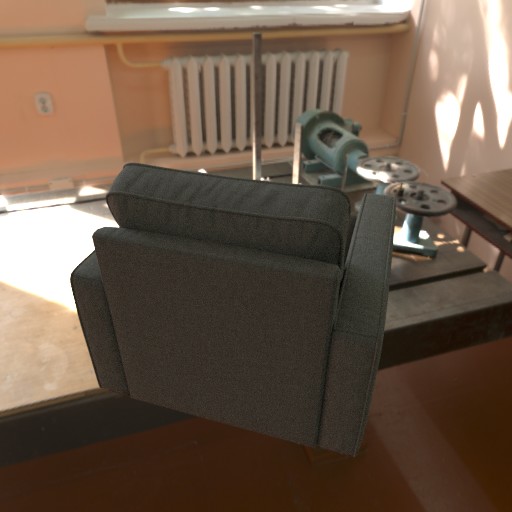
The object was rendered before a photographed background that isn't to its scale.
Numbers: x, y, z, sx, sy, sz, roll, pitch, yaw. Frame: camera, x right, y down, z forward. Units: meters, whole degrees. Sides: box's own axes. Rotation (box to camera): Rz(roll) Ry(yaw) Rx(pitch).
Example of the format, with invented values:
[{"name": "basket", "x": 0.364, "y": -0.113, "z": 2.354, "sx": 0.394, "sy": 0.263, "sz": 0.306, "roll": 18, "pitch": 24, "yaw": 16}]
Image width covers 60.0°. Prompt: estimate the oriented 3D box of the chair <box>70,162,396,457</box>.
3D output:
[{"name": "chair", "x": 0.000, "y": 0.000, "z": 1.728, "sx": 1.017, "sy": 0.919, "sz": 0.940, "roll": 10, "pitch": 35, "yaw": 14}]
